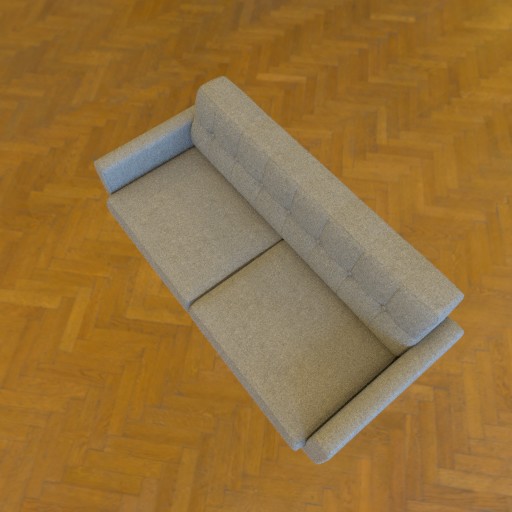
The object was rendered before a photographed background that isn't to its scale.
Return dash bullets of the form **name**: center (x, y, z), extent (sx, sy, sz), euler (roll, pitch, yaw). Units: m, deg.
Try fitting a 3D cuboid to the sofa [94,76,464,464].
- **sofa**: center (0.000, 0.000, 2.514), extent (0.968, 0.873, 2.055), euler (-35, 68, -17)
